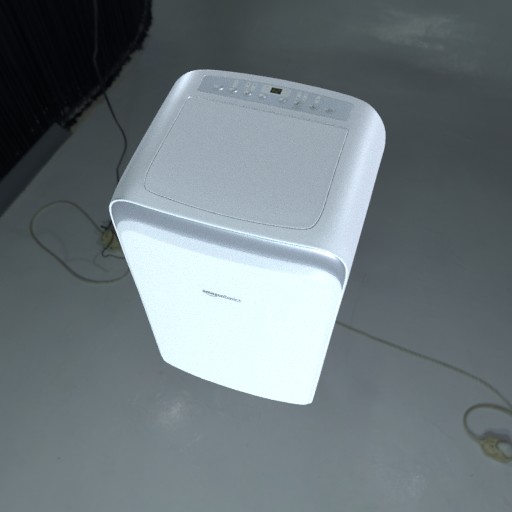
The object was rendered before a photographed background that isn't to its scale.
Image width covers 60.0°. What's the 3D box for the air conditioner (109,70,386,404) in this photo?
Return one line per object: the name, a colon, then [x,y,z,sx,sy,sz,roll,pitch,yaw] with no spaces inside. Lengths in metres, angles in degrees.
air conditioner: [0.000,0.000,1.090,0.478,0.765,0.467,15,57,10]
